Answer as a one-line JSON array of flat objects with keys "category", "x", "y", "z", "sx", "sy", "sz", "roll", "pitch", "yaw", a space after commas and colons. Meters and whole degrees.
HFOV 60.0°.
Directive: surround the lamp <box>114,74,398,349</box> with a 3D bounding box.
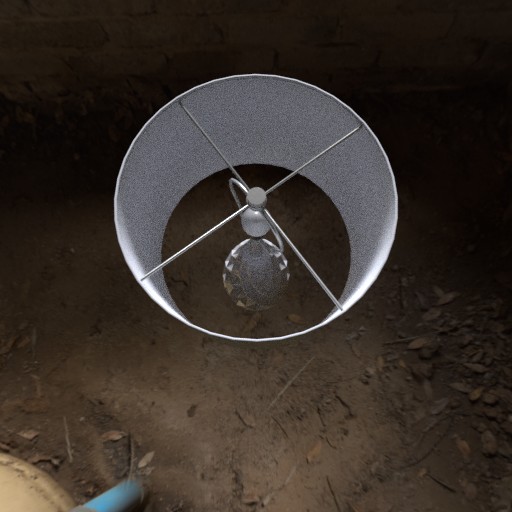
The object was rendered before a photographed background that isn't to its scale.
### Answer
[{"category": "lamp", "x": 0.000, "y": 0.000, "z": 0.713, "sx": 0.297, "sy": 0.522, "sz": 0.297, "roll": 0, "pitch": 76, "yaw": 0}]
